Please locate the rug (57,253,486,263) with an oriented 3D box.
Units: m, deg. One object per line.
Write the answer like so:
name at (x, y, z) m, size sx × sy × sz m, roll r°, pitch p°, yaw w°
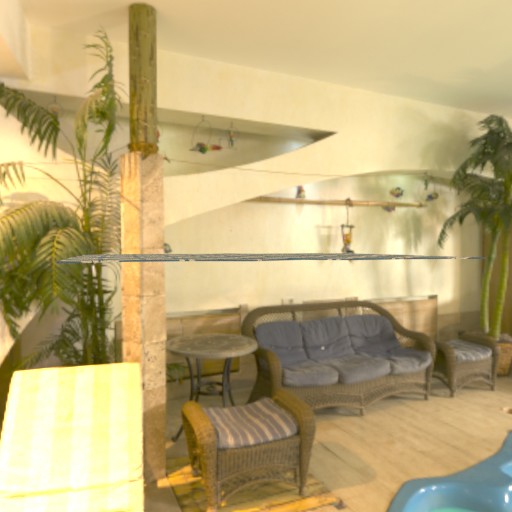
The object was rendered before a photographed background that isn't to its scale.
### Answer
rug at (0.000, 0.000, 2.781) m, size 2.135 × 0.013 × 1.524 m, roll 0°, pitch 1°, yaw -17°
